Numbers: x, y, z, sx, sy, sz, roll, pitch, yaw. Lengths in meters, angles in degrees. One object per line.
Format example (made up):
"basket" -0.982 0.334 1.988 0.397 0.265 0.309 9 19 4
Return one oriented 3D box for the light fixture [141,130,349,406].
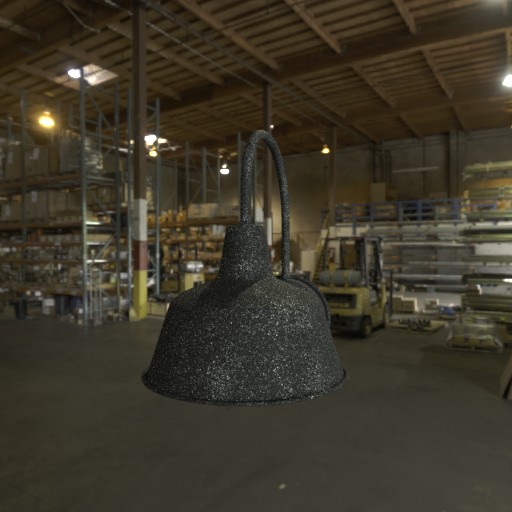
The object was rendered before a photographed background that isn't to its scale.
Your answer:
"light fixture" 0.000 0.000 0.504 0.216 0.300 0.283 0 0 19
